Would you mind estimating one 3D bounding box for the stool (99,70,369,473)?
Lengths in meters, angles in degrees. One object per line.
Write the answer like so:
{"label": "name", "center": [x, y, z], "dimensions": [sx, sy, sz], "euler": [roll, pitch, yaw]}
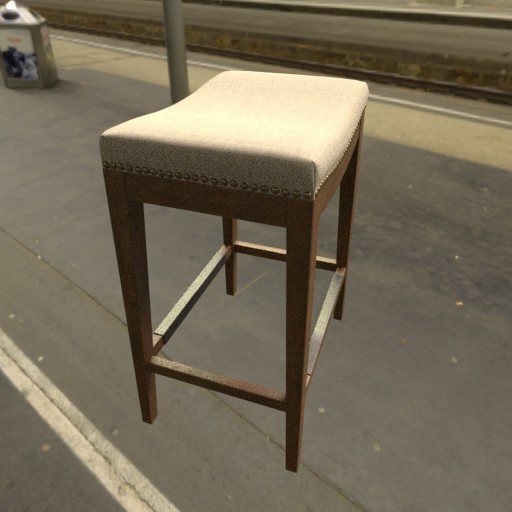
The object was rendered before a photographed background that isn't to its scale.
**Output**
{"label": "stool", "center": [0.000, 0.000, 0.956], "dimensions": [0.356, 0.660, 0.508], "euler": [11, 35, 16]}
